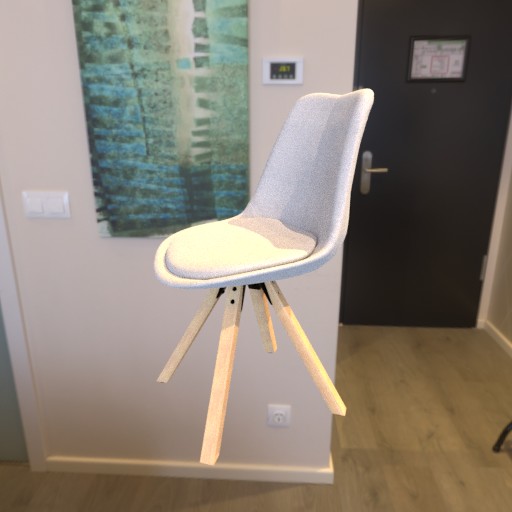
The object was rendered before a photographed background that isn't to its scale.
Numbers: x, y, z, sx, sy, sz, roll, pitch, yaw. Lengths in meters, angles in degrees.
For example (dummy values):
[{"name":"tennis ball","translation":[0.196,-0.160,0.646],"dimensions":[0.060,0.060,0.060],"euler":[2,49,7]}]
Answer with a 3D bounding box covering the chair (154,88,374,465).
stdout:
[{"name":"chair","translation":[0.000,0.000,1.217],"dimensions":[0.549,0.863,0.474],"euler":[-9,19,-26]}]
